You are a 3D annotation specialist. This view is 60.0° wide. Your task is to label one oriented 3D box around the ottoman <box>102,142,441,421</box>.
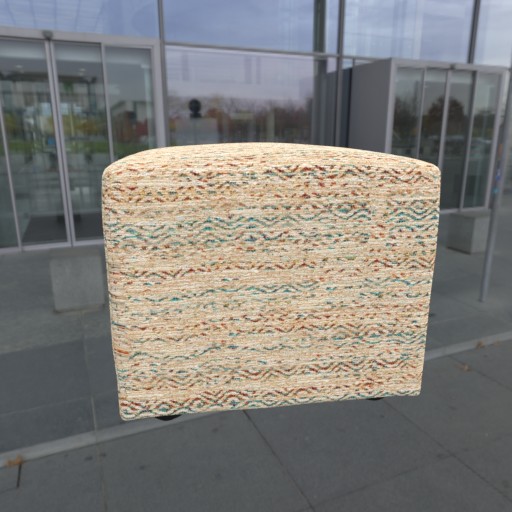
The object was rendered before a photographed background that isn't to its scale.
[{"bbox_3d":[0.000,0.000,0.919,0.512,0.453,0.521,-2,15,-8],"label":"ottoman"}]
